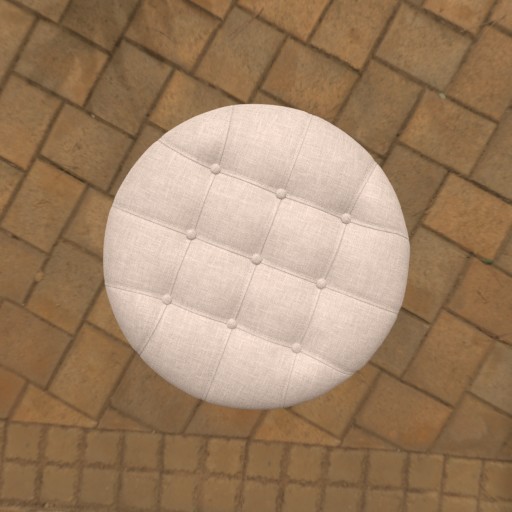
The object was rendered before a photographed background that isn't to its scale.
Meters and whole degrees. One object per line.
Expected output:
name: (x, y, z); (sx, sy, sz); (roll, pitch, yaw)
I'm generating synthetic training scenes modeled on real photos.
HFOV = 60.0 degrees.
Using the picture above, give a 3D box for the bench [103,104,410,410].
bench: (0.000, 0.000, 1.022); (0.600, 0.453, 0.600); (0, 92, 0)
